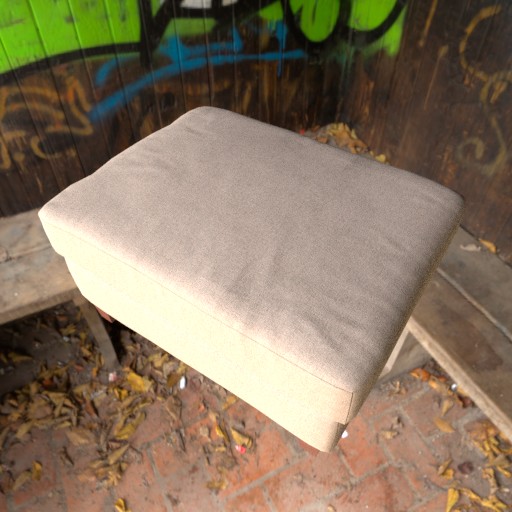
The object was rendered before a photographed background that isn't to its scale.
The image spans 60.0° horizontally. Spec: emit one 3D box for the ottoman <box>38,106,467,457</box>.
[{"bbox_3d":[0.000,0.000,1.266,0.902,0.511,0.692,26,51,23],"label":"ottoman"}]
